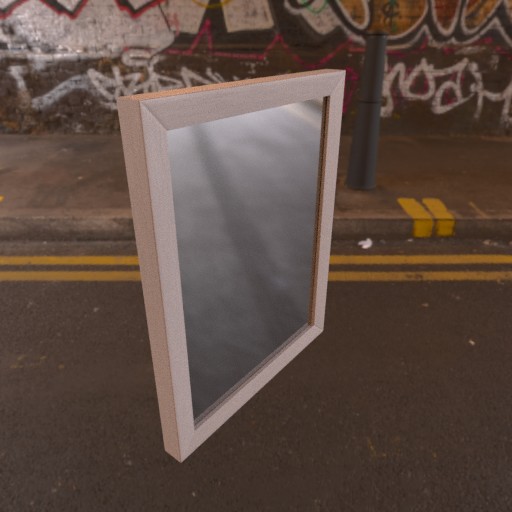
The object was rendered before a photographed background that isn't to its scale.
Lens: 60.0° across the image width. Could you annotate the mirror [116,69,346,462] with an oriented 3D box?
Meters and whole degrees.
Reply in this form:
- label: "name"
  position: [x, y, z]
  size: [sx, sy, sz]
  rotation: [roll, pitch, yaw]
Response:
- label: "mirror"
  position: [0.000, 0.000, 0.686]
  size: [0.041, 0.508, 0.405]
  rotation: [20, 34, 33]
